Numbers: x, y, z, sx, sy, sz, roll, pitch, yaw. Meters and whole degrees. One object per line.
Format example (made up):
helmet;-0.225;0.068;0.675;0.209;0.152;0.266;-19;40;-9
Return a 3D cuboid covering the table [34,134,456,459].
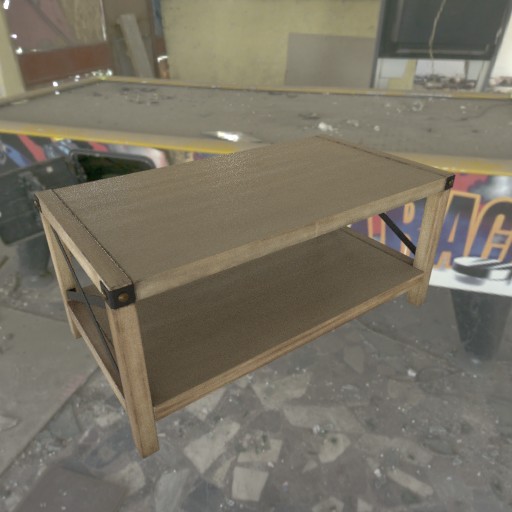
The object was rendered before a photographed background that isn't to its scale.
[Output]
table;0.000;0.000;1.302;1.016;0.456;0.559;-20;35;-30
